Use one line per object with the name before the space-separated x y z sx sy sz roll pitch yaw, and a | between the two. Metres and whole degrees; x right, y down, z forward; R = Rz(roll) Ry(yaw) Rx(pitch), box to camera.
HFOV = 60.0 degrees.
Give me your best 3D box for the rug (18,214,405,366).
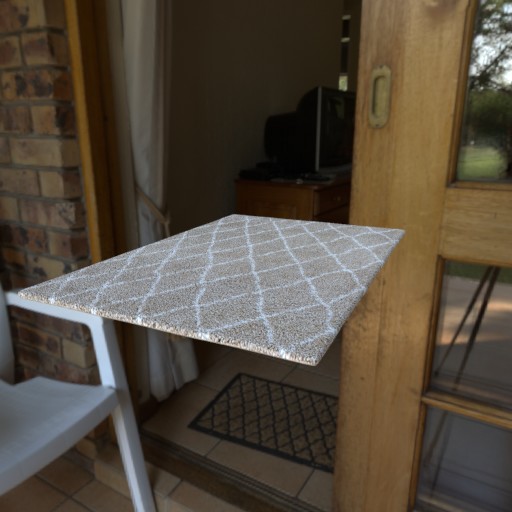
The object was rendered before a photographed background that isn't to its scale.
rug | 0.000 0.000 2.244 1.219 0.030 1.778 8 18 24
